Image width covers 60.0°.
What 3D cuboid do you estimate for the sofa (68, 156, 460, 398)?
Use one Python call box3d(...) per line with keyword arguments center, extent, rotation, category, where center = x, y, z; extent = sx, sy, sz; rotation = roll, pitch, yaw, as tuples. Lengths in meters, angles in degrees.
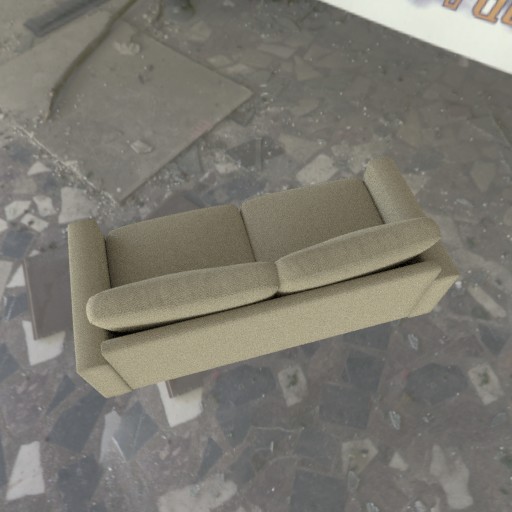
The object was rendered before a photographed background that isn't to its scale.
box3d(center=(0.000, 0.000, 2.761), extent=(2.179, 0.873, 1.016), rotation=(-13, 59, -8), category="sofa")
